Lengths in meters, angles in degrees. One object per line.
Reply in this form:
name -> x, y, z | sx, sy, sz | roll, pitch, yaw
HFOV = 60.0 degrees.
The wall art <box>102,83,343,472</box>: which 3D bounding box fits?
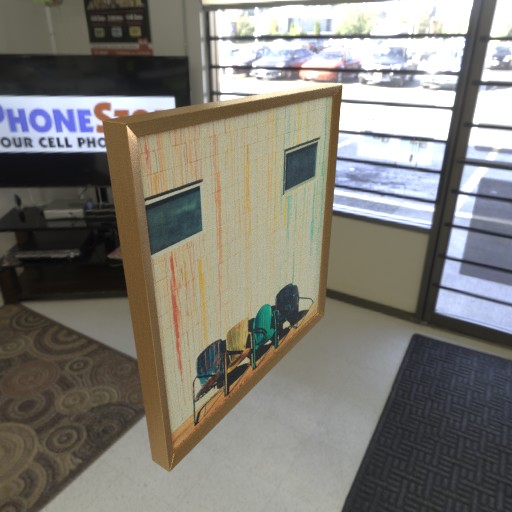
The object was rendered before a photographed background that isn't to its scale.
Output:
wall art -> 0.000, 0.000, 0.745 | 0.037, 0.505, 0.505 | 17, 31, 31
